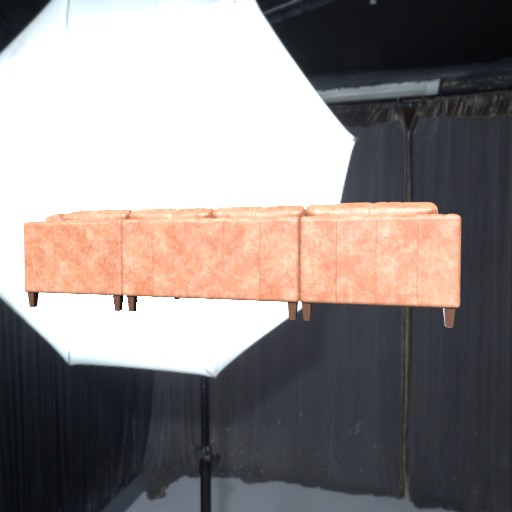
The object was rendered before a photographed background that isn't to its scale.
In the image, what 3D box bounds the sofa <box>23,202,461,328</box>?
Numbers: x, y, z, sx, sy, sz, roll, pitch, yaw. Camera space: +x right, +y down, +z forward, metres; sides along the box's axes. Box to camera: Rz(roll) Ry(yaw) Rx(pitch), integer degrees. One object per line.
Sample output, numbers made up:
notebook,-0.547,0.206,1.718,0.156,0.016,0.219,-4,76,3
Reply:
sofa,0.000,0.000,4.430,3.401,0.832,2.430,0,2,16
